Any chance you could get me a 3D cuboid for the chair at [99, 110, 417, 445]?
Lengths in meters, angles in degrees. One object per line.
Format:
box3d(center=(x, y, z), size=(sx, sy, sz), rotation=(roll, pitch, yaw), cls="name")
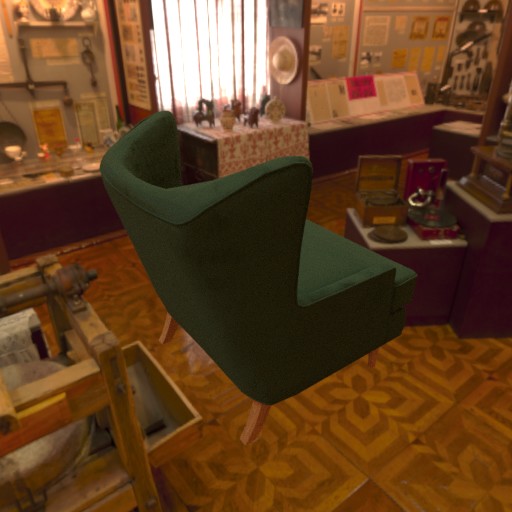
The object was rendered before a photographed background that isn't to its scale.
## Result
box3d(center=(0.000, 0.000, 1.622), size=(0.910, 0.952, 0.793), rotation=(-19, 34, -31), cls="chair")
